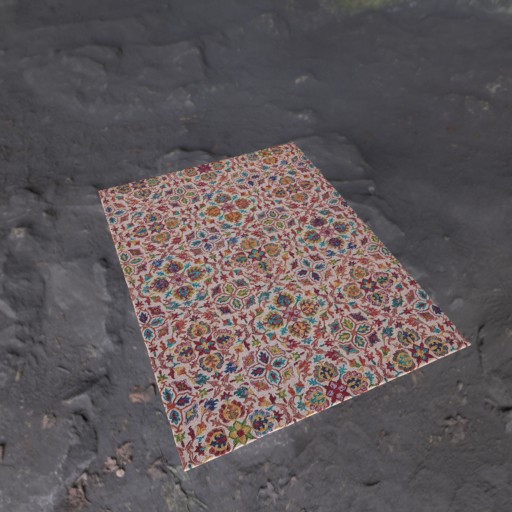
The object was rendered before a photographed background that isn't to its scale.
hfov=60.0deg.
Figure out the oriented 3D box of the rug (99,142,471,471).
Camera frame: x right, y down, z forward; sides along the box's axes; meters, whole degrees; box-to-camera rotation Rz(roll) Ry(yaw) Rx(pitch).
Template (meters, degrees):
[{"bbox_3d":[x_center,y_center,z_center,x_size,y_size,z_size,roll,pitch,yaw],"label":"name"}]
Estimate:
[{"bbox_3d":[0.000,0.000,4.290,2.446,0.020,3.215,-18,50,-16],"label":"rug"}]
